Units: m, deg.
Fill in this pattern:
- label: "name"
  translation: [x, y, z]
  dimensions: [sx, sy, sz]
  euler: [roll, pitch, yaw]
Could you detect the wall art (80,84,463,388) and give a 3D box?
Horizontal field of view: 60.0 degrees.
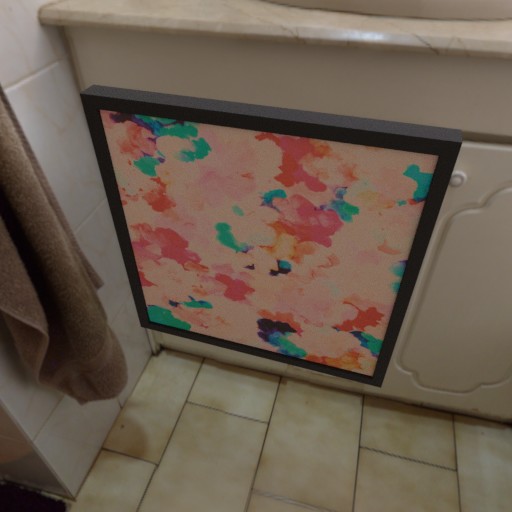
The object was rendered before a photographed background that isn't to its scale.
- label: "wall art"
  translation: [0.000, 0.000, 0.742]
  dimensions: [0.506, 0.503, 0.036]
  euler: [11, 42, 13]
